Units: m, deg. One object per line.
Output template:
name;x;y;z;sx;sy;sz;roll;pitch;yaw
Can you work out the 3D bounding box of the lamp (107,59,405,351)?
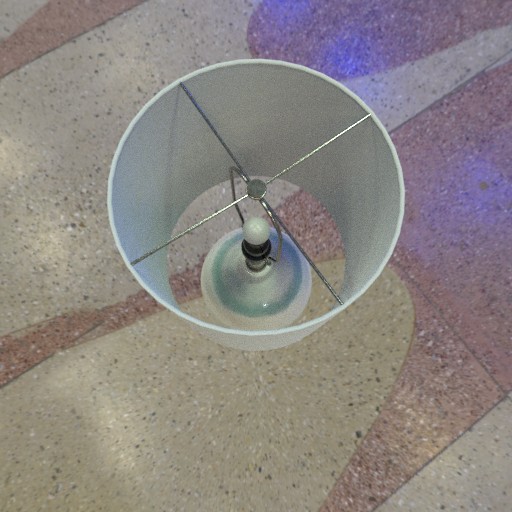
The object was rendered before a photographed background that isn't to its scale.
lamp;0.000;0.000;0.518;0.217;0.404;0.217;-33;78;-8
